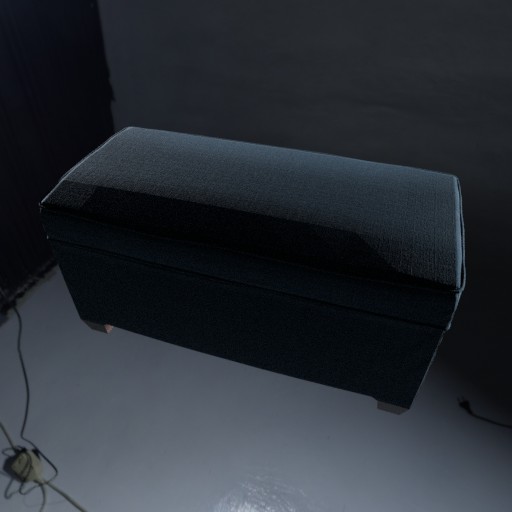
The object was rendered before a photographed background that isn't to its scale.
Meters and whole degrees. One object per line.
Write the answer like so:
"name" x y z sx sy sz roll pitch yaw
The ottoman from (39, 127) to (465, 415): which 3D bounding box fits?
"ottoman" 0.000 0.000 1.199 0.943 0.474 0.474 12 43 13
